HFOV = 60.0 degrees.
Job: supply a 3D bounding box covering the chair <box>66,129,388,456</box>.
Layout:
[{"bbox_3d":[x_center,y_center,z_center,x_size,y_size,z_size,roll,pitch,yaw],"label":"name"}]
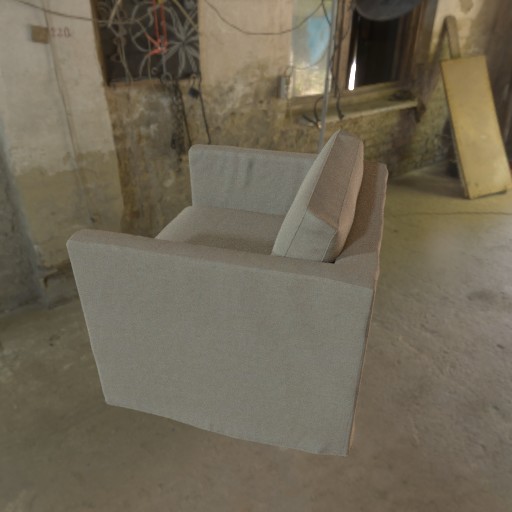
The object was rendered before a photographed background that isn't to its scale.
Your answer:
[{"bbox_3d":[0.000,0.000,1.784,0.949,0.863,1.057,8,32,13],"label":"chair"}]
